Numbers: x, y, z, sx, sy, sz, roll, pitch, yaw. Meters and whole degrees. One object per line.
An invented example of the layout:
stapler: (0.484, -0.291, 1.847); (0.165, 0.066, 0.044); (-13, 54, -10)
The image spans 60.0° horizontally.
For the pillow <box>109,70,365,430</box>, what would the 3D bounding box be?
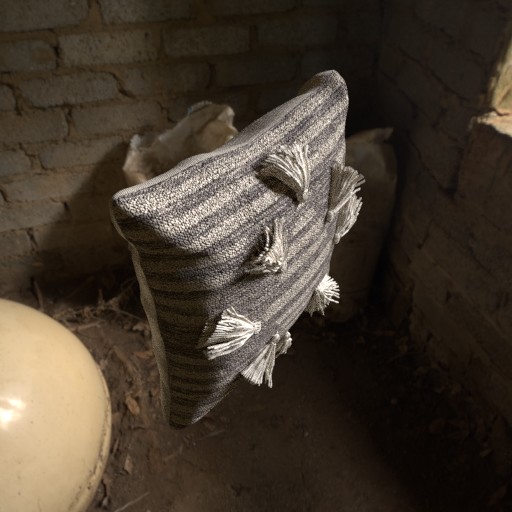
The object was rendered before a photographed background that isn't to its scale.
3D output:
pillow: (0.000, 0.000, 0.757); (0.234, 0.490, 0.484); (26, 48, 26)
